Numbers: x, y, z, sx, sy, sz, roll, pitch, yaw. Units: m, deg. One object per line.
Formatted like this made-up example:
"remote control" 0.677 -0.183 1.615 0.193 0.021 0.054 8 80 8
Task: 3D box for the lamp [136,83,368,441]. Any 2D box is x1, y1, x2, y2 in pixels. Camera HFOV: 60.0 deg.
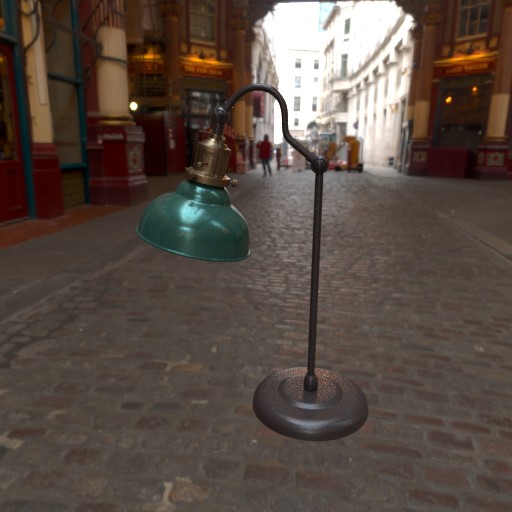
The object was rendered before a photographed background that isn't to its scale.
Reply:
"lamp" 0.000 0.000 0.695 0.374 0.508 0.192 2 14 8
